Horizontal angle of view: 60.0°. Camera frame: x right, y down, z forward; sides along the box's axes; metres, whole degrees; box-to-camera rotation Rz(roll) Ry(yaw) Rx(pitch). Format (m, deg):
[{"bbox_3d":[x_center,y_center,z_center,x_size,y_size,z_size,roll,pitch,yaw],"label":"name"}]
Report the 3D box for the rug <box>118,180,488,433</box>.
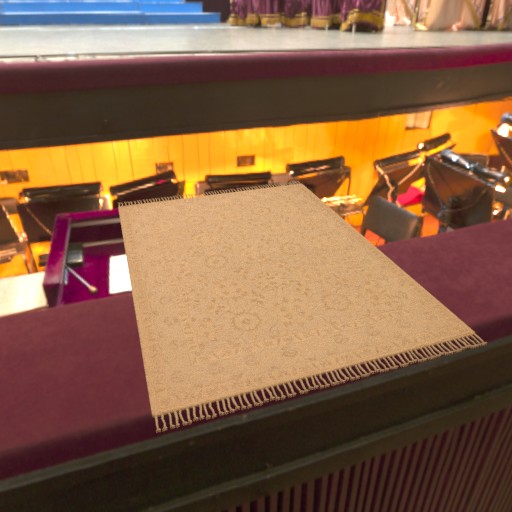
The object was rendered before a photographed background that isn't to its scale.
[{"bbox_3d":[0.000,0.000,2.202,1.223,0.015,1.771,-10,32,-16],"label":"rug"}]
